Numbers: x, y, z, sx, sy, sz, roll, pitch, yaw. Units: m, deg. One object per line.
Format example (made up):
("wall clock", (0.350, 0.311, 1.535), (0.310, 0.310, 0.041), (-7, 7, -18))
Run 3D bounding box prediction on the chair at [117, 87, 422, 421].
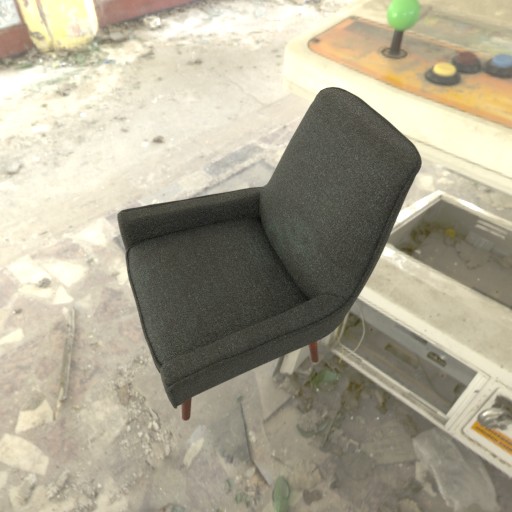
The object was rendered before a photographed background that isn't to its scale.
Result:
("chair", (0.000, 0.000, 1.529), (0.859, 0.883, 0.763), (-16, 49, -15))
